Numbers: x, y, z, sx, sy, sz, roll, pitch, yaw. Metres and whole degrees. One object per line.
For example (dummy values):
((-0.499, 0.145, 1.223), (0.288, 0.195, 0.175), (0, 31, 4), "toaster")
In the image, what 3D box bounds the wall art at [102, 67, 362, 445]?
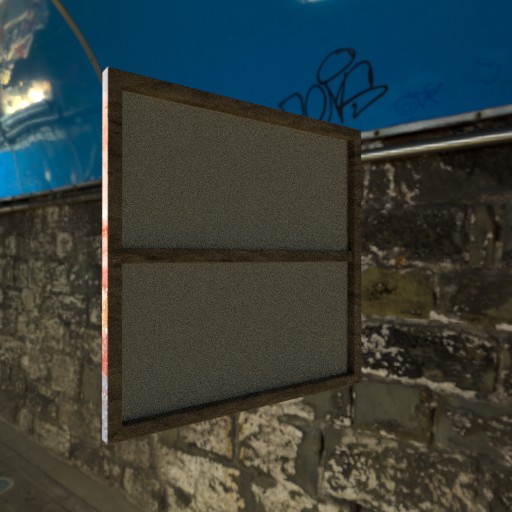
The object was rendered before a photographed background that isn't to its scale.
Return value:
((0.000, 0.000, 1.104), (0.747, 0.747, 0.035), (0, 0, -36), "wall art")
